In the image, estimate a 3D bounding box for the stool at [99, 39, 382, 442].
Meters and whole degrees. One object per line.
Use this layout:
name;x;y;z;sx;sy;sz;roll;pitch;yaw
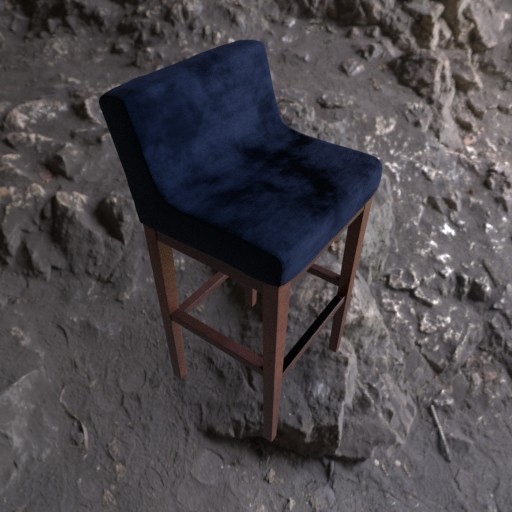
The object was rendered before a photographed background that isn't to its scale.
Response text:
stool;0.000;0.000;1.312;0.500;1.037;0.511;26;47;26
